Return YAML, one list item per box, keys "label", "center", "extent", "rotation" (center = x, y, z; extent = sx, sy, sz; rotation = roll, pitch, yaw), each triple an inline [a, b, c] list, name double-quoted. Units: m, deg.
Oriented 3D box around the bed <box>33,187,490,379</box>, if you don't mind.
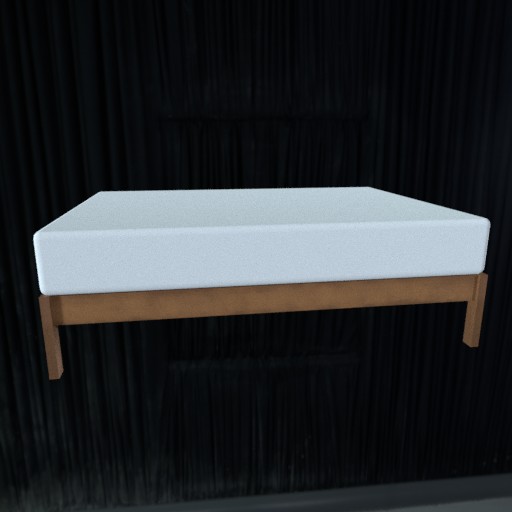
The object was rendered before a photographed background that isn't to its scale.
- label: "bed"
  center: [0.000, 0.000, 2.529]
  extent: [1.927, 0.616, 1.348]
  rotation: [-2, 15, -9]
